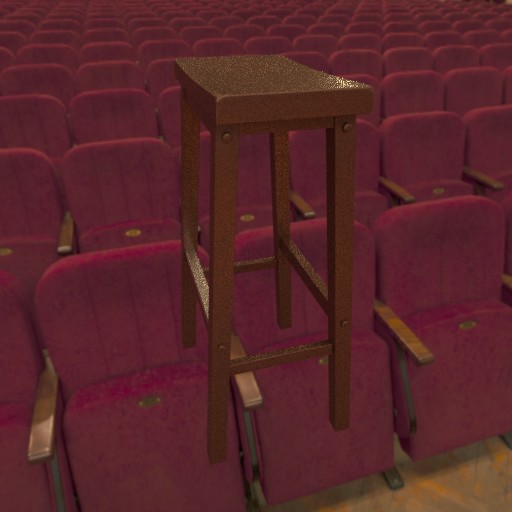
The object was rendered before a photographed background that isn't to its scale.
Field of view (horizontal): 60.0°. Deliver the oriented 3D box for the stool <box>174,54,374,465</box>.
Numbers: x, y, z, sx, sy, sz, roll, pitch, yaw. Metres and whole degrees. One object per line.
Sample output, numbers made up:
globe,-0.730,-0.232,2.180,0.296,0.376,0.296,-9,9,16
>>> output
stool,0.000,0.000,0.949,0.322,0.742,0.406,-9,32,-14
